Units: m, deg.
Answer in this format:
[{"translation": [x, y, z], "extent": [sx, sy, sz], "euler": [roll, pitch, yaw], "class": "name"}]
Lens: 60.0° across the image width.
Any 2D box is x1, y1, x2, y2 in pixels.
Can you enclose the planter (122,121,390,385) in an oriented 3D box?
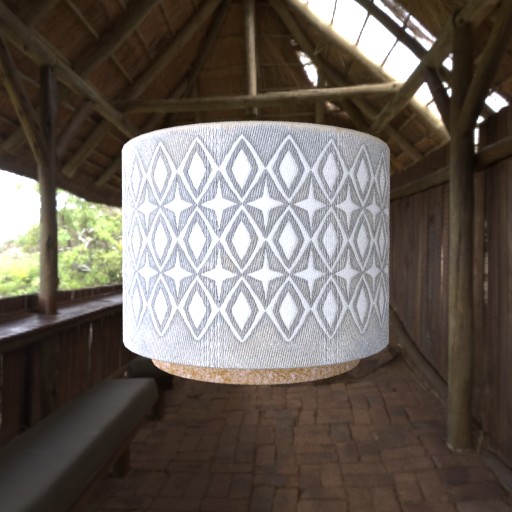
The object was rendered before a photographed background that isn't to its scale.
[{"translation": [0.000, 0.000, 0.285], "extent": [0.164, 0.127, 0.164], "euler": [0, 1, 0], "class": "planter"}]
